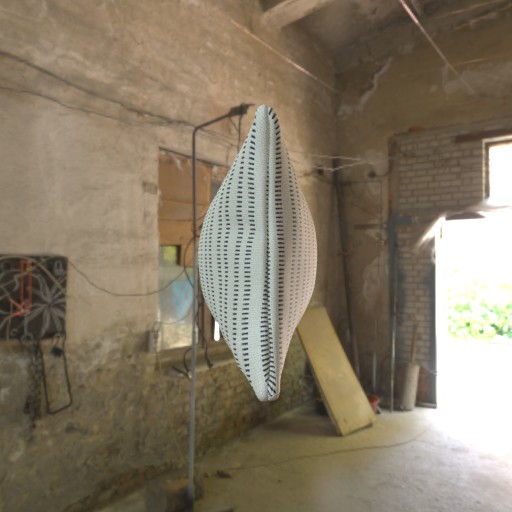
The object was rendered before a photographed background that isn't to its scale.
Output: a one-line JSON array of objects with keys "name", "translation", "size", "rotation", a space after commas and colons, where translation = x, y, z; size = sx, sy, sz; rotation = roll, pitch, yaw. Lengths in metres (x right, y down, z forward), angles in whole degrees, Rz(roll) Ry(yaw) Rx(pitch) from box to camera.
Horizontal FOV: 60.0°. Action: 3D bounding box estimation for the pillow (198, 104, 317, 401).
[{"name": "pillow", "translation": [0.000, 0.000, 0.834], "size": [0.210, 0.353, 0.640], "rotation": [0, -1, -1]}]
